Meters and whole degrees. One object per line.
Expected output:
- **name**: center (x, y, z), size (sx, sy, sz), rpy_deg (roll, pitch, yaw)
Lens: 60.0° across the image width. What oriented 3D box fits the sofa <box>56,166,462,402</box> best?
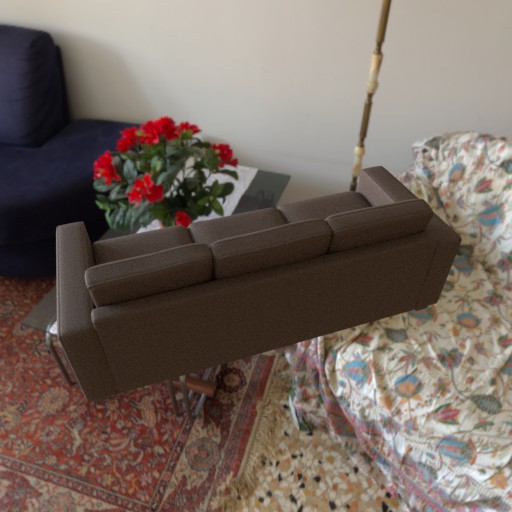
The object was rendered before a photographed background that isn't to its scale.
- **sofa**: center (0.000, 0.000, 2.640), size (2.160, 0.806, 0.900), rpy_deg (-13, 43, -14)
